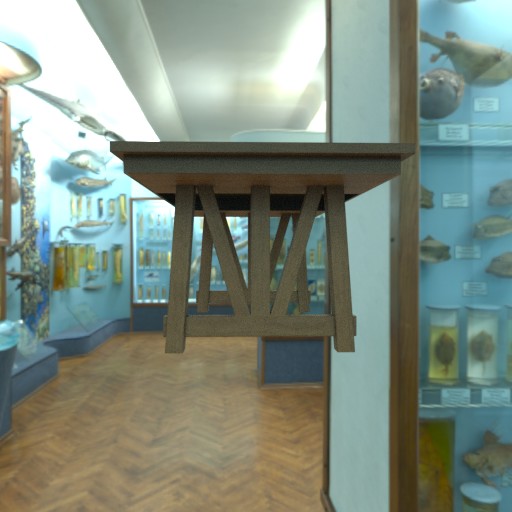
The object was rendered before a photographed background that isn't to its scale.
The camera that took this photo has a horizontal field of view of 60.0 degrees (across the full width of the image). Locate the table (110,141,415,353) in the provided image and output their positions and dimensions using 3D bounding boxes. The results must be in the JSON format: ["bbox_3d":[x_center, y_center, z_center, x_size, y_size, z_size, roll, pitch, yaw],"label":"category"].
[{"bbox_3d":[0.000,0.000,2.414,1.016,0.768,1.881,0,0,-2],"label":"table"}]
